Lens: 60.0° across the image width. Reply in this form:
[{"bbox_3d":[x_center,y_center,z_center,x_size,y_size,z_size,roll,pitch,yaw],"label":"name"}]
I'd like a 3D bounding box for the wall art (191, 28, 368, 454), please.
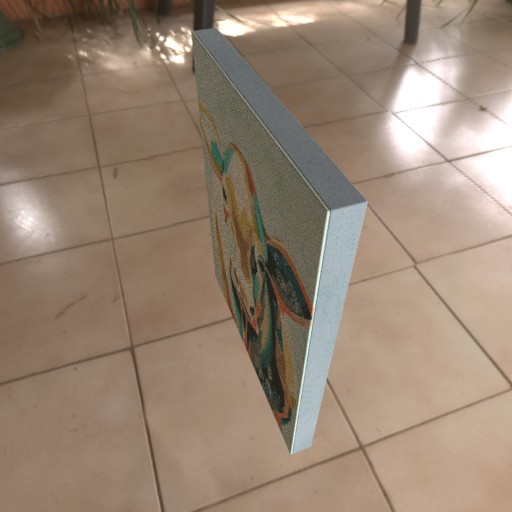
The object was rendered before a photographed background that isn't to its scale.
[{"bbox_3d":[0.000,0.000,0.665,0.037,0.509,0.409,-15,48,-14],"label":"wall art"}]
